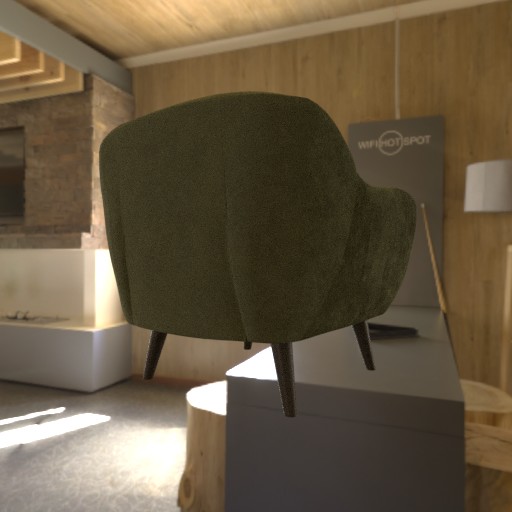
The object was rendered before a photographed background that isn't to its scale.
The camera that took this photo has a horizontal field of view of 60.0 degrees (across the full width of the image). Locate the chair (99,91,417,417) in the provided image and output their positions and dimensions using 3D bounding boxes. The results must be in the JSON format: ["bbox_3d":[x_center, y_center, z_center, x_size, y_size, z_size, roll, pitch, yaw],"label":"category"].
[{"bbox_3d":[0.000,0.000,1.472,0.840,0.804,0.819,1,1,36],"label":"chair"}]
